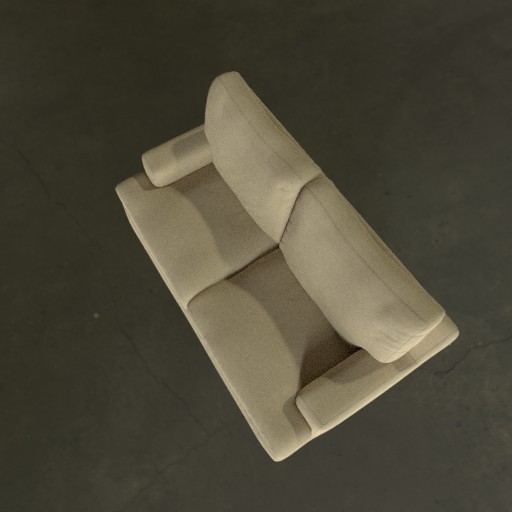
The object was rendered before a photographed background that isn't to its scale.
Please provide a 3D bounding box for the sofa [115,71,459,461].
[{"bbox_3d":[0.000,0.000,2.441,0.962,0.967,1.885,-30,67,-14],"label":"sofa"}]
